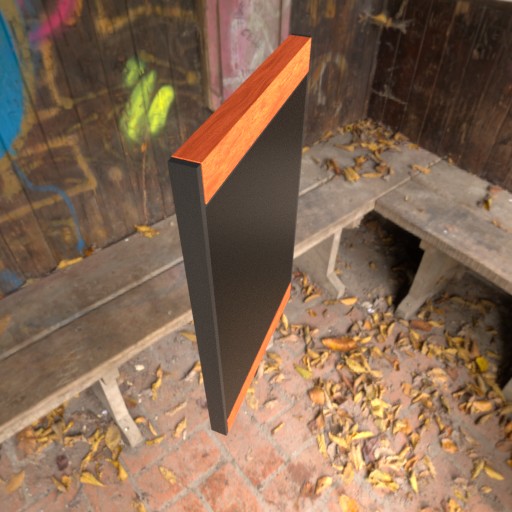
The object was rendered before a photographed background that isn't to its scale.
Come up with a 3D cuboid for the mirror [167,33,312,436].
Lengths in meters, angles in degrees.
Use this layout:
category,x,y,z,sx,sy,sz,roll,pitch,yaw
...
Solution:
category,x,y,z,sx,sy,sz,roll,pitch,yaw
mirror,0.000,0.000,1.044,0.047,0.823,0.525,16,47,15
